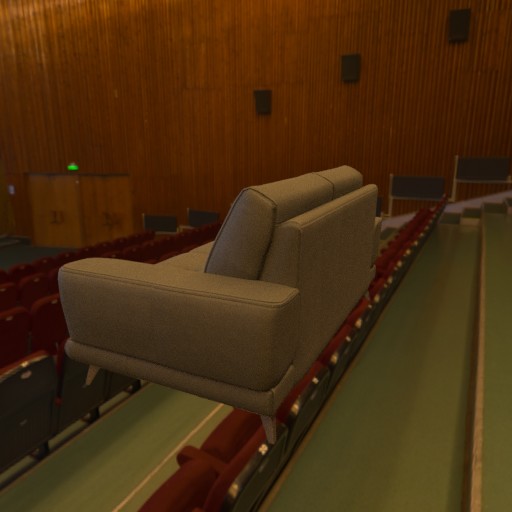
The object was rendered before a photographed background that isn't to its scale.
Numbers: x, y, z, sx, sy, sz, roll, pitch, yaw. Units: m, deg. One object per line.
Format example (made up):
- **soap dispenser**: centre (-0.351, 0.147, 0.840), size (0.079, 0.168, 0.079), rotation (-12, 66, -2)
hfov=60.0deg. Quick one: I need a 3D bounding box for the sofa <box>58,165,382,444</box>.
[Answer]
- **sofa**: centre (0.000, 0.000, 2.395), size (1.018, 0.907, 1.806), rotation (7, 17, 25)
